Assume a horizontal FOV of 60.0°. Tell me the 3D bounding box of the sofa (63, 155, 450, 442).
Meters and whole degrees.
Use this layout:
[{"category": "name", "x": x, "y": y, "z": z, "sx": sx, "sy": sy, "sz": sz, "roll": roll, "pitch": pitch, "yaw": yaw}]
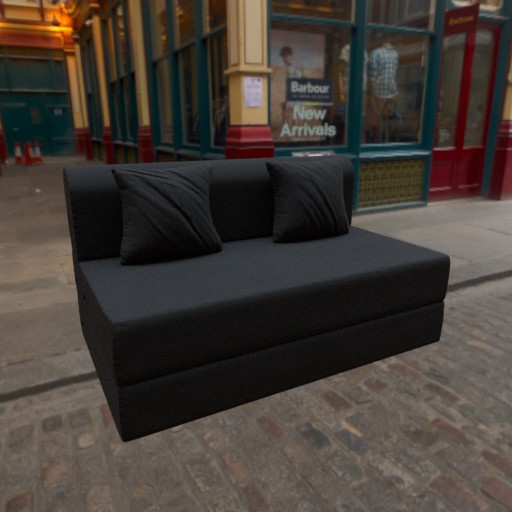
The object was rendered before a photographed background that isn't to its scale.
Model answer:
[{"category": "sofa", "x": 0.000, "y": 0.000, "z": 1.665, "sx": 1.225, "sy": 0.670, "sz": 0.762, "roll": -9, "pitch": 19, "yaw": -27}]
